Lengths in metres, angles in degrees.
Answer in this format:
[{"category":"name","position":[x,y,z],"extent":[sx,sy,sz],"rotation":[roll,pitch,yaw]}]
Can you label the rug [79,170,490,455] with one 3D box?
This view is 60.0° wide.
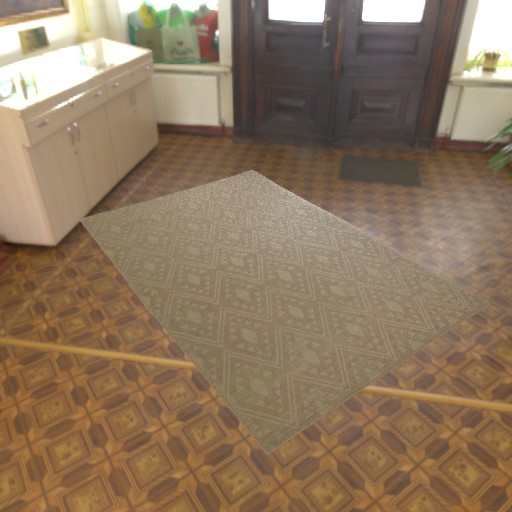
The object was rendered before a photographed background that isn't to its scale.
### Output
[{"category":"rug","position":[0.000,0.000,2.278],"extent":[1.252,0.034,1.829],"rotation":[-22,39,-29]}]
